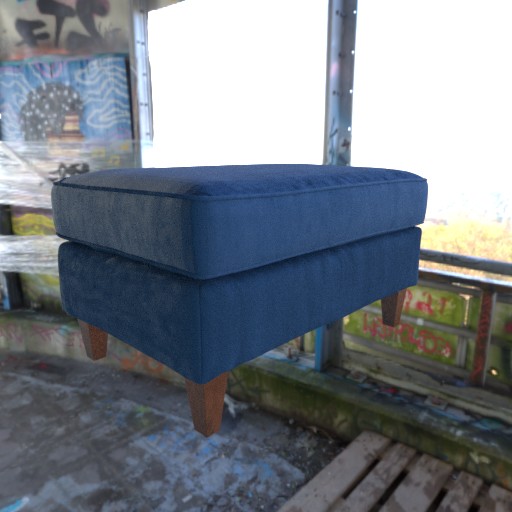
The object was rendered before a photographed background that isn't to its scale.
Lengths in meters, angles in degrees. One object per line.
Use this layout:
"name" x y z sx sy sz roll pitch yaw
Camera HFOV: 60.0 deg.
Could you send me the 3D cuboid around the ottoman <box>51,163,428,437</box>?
"ottoman" 0.000 0.000 1.196 0.583 0.484 0.862 13 18 42
